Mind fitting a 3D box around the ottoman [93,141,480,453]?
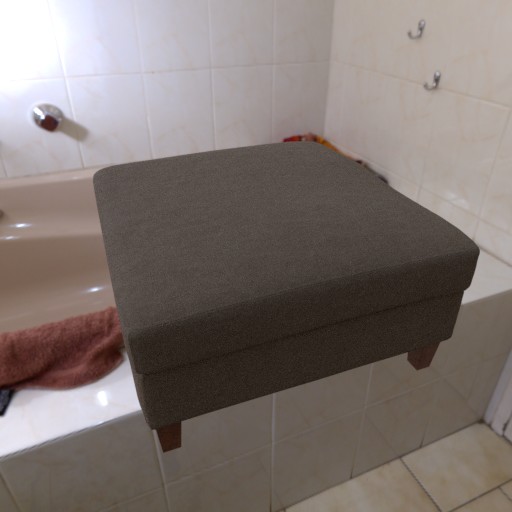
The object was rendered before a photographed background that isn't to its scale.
[{"bbox_3d":[0.000,0.000,1.374,0.861,0.482,0.881,-11,34,-18],"label":"ottoman"}]
